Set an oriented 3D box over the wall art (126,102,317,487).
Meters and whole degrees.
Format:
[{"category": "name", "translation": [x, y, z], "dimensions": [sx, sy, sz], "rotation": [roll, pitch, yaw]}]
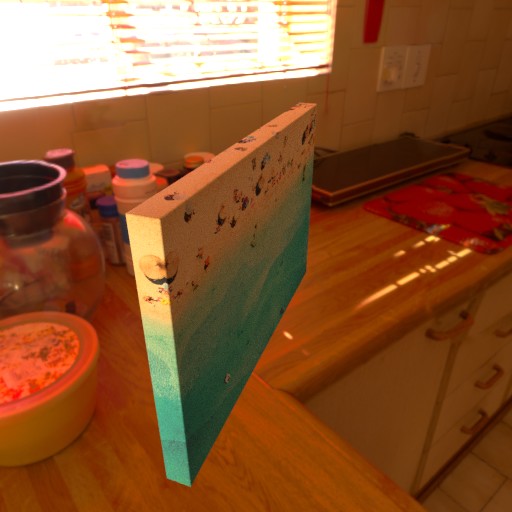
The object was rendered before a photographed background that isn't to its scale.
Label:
[{"category": "wall art", "translation": [0.000, 0.000, 0.767], "dimensions": [0.039, 0.406, 0.609], "rotation": [10, 31, 18]}]
